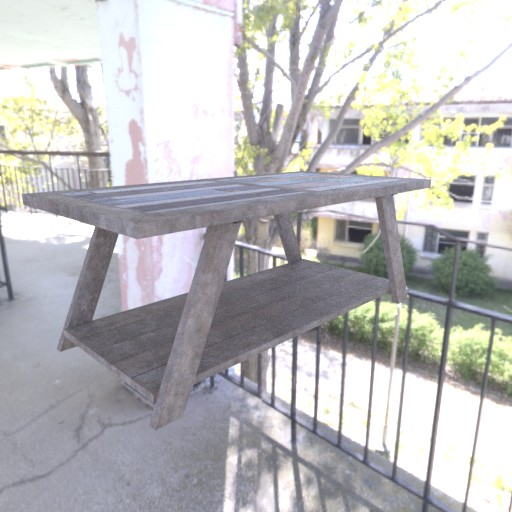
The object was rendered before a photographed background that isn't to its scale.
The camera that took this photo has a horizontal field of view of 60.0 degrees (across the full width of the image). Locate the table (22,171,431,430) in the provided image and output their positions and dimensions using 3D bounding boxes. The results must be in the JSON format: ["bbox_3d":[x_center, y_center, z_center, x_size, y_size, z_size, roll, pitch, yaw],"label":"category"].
[{"bbox_3d":[0.000,0.000,1.490,1.219,0.470,0.610,-14,21,-43],"label":"table"}]
